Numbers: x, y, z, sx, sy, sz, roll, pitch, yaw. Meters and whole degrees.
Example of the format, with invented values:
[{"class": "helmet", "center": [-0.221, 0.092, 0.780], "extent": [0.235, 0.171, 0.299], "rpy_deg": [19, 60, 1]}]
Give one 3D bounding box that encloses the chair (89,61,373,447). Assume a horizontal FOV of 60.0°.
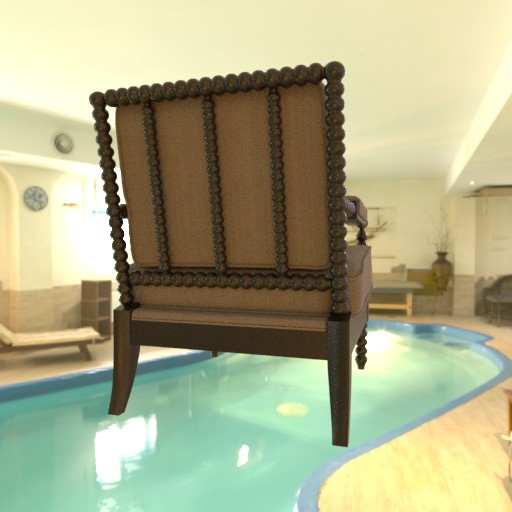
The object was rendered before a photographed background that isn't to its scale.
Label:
[{"class": "chair", "center": [0.000, 0.000, 1.084], "extent": [0.540, 0.661, 0.622], "rpy_deg": [0, 1, 18]}]
